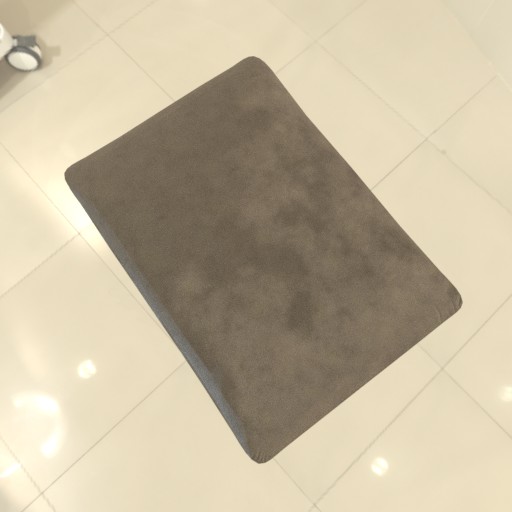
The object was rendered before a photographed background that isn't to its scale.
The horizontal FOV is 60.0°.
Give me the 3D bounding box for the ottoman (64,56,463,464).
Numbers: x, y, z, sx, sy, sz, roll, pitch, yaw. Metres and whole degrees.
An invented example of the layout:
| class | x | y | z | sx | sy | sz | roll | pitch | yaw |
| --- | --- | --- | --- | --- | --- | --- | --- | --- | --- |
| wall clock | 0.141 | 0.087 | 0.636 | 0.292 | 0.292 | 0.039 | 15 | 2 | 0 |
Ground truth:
| class | x | y | z | sx | sy | sz | roll | pitch | yaw |
| --- | --- | --- | --- | --- | --- | --- | --- | --- | --- |
| ottoman | 0.000 | 0.000 | 1.055 | 0.520 | 0.456 | 0.719 | -35 | 78 | -9 |
